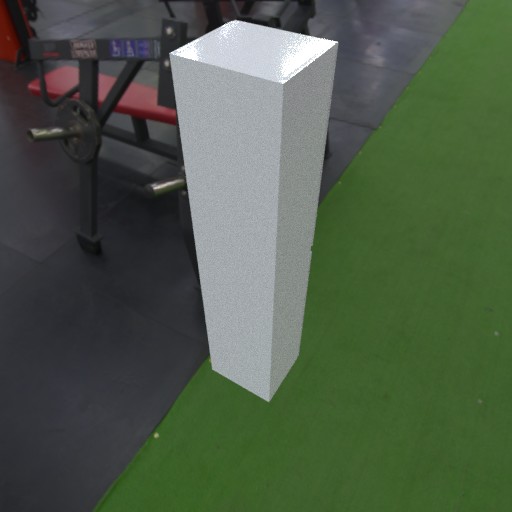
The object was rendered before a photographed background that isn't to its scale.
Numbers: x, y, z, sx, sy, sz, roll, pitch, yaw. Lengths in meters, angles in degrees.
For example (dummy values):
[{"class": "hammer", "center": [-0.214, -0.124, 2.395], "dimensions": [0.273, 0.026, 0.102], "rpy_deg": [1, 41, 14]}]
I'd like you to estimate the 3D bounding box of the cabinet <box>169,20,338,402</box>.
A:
[{"class": "cabinet", "center": [0.000, 0.000, 1.542], "dimensions": [0.300, 1.400, 0.270], "rpy_deg": [24, 50, 22]}]
